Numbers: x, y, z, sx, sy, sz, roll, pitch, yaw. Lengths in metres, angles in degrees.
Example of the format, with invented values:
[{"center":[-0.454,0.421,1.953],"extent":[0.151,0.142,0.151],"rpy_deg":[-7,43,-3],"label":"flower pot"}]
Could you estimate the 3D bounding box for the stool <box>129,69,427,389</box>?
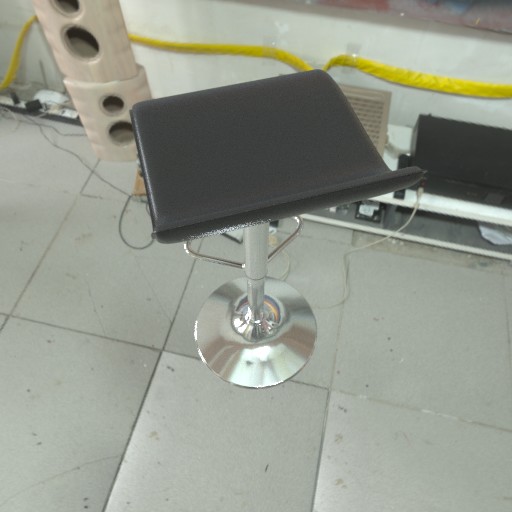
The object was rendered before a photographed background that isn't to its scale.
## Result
[{"center":[0.000,0.000,1.018],"extent":[0.381,0.851,0.381],"rpy_deg":[-14,59,-8],"label":"stool"}]
